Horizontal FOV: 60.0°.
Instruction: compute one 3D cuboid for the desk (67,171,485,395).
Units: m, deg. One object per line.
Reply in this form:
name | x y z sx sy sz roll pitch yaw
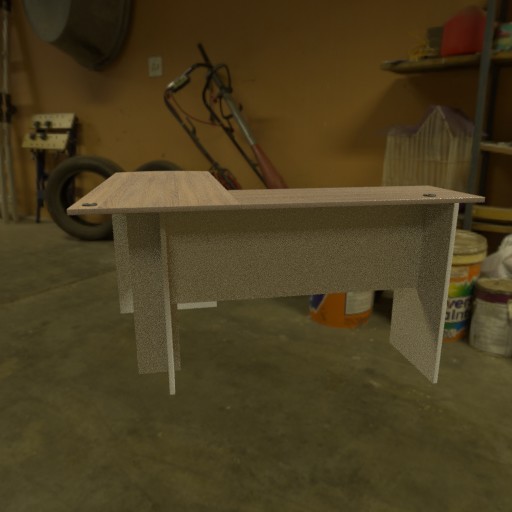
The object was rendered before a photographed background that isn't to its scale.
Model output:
desk | 0.000 0.000 2.118 1.361 0.716 1.303 -3 16 -10
